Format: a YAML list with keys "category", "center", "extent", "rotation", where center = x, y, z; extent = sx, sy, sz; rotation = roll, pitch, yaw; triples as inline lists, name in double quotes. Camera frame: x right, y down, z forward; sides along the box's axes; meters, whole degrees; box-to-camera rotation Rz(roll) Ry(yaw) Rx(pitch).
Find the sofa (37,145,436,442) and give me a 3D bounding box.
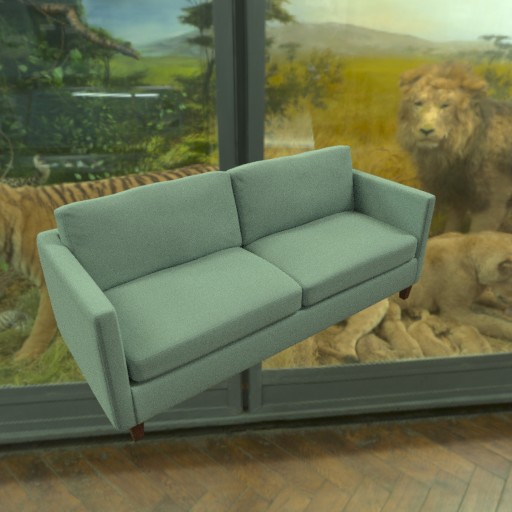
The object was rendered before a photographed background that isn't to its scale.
- category: "sofa"
  center: [0.000, 0.000, 2.676]
  extent: [2.208, 0.965, 0.951]
  rotation: [-19, 34, -32]
